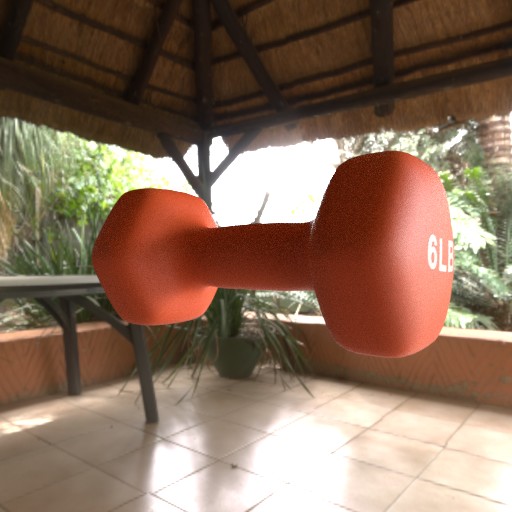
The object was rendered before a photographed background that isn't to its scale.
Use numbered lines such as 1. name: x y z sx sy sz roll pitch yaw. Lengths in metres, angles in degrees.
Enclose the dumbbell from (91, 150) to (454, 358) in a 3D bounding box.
1. dumbbell: 0.000 0.000 0.202 0.162 0.071 0.079 -1 -1 38
